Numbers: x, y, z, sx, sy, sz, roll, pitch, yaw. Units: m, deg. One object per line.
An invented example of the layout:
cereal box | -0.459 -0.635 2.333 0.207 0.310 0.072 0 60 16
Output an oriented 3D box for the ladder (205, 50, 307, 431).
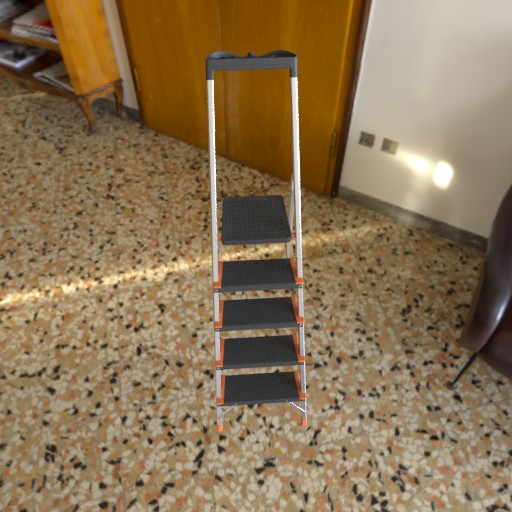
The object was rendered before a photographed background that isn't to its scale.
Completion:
ladder | 0.000 0.000 2.082 0.480 1.646 0.995 -3 48 -3
